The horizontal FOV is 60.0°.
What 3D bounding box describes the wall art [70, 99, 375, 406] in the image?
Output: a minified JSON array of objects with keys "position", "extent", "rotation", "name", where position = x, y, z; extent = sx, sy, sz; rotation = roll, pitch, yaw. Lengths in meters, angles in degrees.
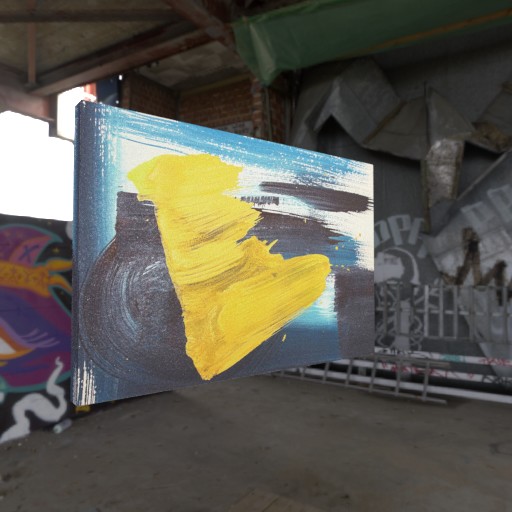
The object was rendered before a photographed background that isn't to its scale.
[{"position":[0.000,0.000,0.780],"extent":[0.609,0.406,0.033],"rotation":[1,-2,-37],"name":"wall art"}]
